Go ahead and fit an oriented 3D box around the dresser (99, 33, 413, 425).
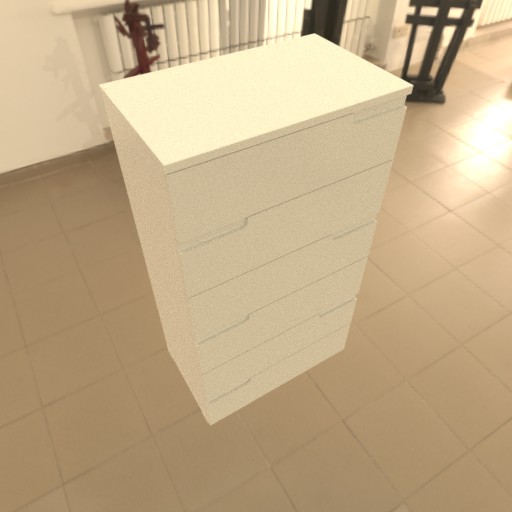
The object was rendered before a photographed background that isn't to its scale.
[{"bbox_3d":[0.000,0.000,1.501,0.650,1.190,0.400,-24,50,-21],"label":"dresser"}]
